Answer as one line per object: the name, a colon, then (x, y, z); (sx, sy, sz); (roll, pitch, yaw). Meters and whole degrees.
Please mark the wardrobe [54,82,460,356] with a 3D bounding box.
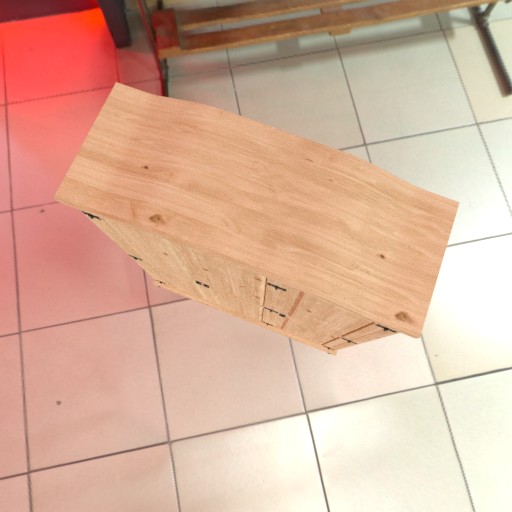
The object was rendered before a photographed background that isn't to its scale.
wardrobe: (0.000, 0.000, 2.580); (1.500, 1.870, 0.570); (21, 76, 5)
